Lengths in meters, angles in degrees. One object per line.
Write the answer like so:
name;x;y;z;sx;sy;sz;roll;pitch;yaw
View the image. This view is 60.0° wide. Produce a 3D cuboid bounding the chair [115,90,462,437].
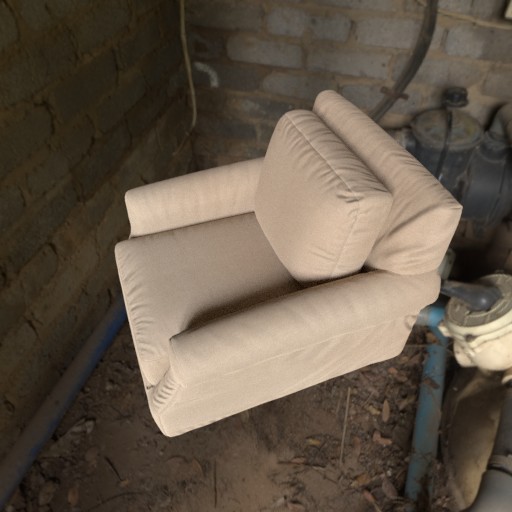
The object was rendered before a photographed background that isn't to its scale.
chair;0.000;0.000;1.726;1.066;0.866;0.940;-16;48;-15
